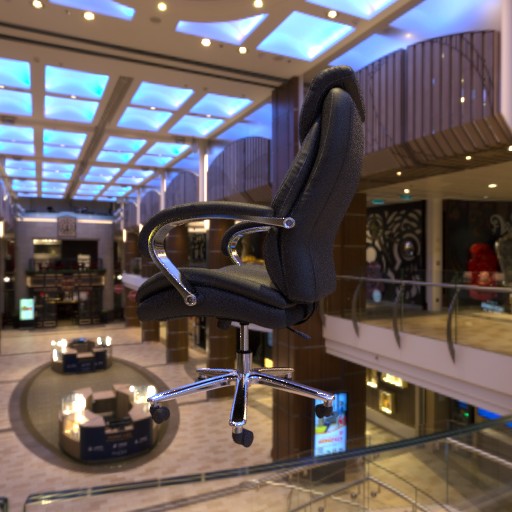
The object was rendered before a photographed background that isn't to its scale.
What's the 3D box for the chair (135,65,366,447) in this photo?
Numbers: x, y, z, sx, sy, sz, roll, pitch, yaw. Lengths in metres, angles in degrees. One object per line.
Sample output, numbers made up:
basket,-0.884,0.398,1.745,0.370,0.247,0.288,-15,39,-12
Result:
chair,0.000,0.000,1.680,0.790,1.183,0.755,0,0,18
